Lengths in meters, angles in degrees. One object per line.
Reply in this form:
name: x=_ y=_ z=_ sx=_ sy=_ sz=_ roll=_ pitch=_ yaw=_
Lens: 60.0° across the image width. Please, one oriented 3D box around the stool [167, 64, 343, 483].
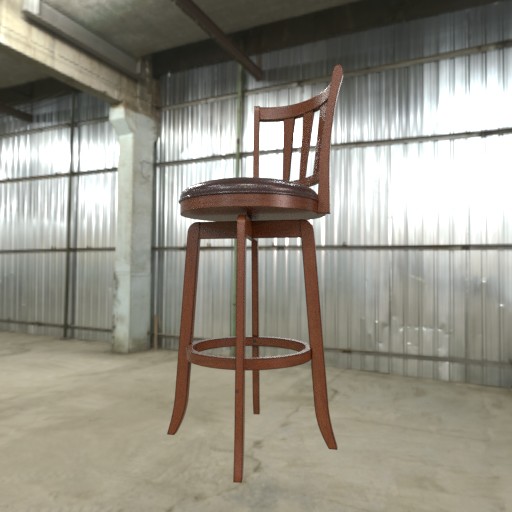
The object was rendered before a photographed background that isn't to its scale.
stool: x=0.000 y=0.000 z=1.441 sx=0.503 sy=1.177 sz=0.464 roll=1 pitch=-2 yaw=-36
